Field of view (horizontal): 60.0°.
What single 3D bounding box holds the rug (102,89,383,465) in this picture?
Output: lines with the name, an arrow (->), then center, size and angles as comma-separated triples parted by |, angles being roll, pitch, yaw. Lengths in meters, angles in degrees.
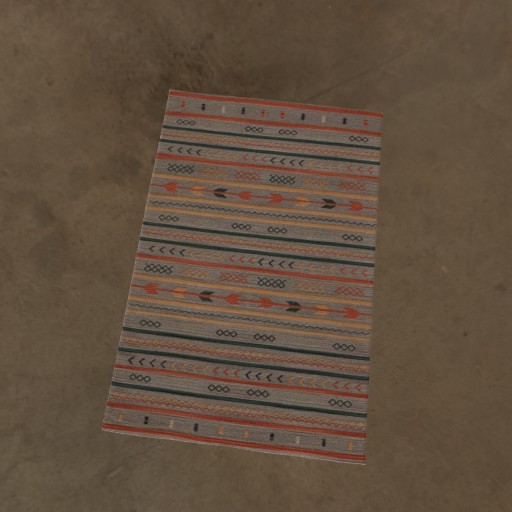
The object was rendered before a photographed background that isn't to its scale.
rug -> 0.000, 0.000, 2.268 | 1.220, 0.017, 1.835 | 7, 75, 2
